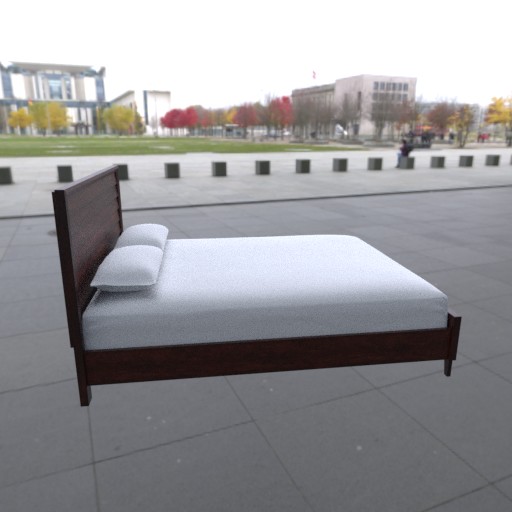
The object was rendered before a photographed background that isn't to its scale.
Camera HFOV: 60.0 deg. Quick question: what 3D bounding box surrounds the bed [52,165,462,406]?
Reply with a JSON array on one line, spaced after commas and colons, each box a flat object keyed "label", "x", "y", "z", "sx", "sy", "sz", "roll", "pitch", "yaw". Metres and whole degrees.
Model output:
[{"label": "bed", "x": 0.000, "y": 0.000, "z": 4.004, "sx": 2.803, "sy": 1.492, "sz": 2.040, "roll": -2, "pitch": 16, "yaw": -8}]
